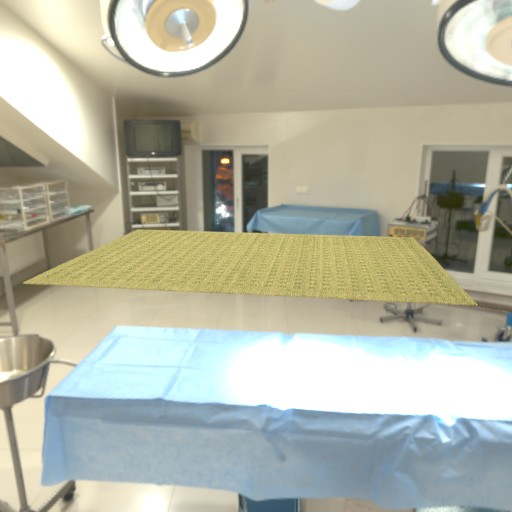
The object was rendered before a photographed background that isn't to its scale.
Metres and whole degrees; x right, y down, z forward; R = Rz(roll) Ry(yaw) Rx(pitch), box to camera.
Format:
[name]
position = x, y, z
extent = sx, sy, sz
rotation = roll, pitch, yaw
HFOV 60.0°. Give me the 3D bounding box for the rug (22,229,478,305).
[rug]
position = 0.000, 0.000, 2.929
extent = 2.297, 0.007, 1.529
rotation = 2, 14, 8
